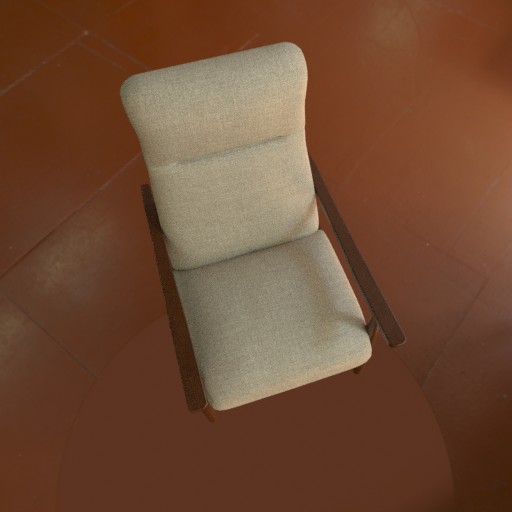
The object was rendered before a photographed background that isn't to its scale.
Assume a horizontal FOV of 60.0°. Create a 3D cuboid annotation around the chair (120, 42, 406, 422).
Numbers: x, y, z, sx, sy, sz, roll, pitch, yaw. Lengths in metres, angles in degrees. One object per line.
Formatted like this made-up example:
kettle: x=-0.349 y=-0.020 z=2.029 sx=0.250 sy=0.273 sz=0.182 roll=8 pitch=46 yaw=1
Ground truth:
chair: x=0.000 y=0.000 z=1.741 sx=0.762 sy=1.082 sz=1.014 roll=-16 pitch=65 yaw=-8
